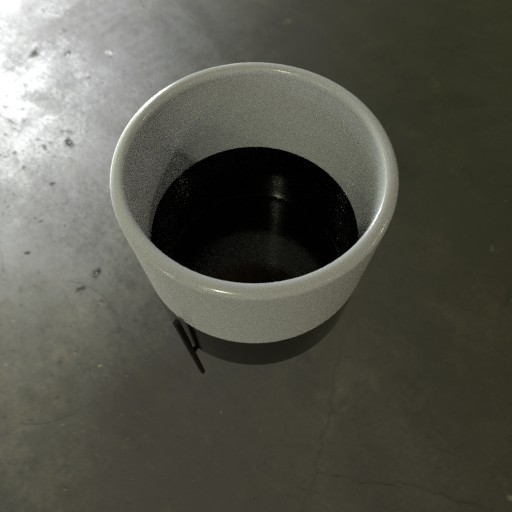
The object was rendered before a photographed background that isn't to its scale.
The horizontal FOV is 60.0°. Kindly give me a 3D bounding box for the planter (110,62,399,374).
[{"bbox_3d":[0.000,0.000,0.652,0.310,0.432,0.310,19,66,9],"label":"planter"}]
